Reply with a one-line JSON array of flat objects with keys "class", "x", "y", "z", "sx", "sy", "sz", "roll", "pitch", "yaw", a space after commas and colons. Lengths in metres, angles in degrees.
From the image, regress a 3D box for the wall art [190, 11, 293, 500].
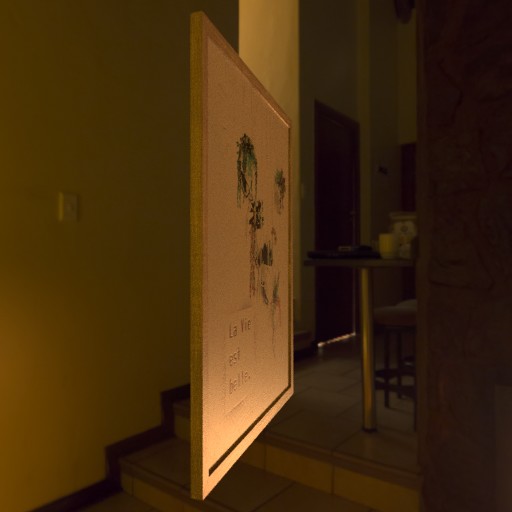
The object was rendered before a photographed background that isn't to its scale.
[{"class": "wall art", "x": 0.000, "y": 0.000, "z": 1.299, "sx": 0.035, "sy": 1.022, "sz": 0.781, "roll": 0, "pitch": -1, "yaw": 18}]
